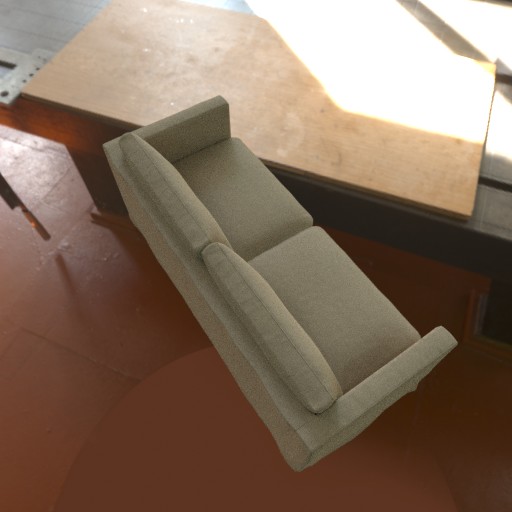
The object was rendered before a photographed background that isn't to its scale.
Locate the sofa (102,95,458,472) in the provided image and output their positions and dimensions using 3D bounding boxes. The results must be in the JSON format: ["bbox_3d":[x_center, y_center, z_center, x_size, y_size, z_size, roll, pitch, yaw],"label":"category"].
[{"bbox_3d":[0.000,0.000,2.776,0.956,0.847,2.296,-29,62,-17],"label":"sofa"}]
